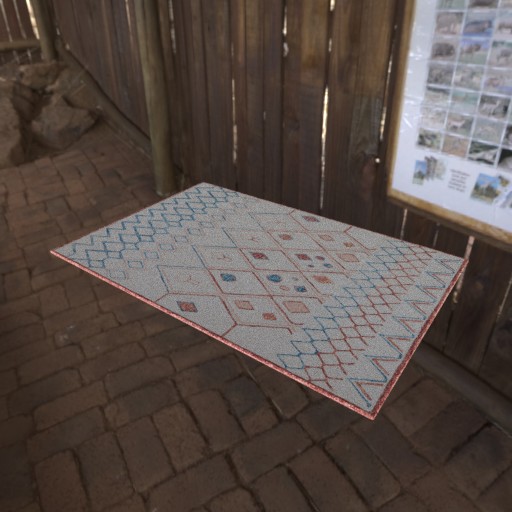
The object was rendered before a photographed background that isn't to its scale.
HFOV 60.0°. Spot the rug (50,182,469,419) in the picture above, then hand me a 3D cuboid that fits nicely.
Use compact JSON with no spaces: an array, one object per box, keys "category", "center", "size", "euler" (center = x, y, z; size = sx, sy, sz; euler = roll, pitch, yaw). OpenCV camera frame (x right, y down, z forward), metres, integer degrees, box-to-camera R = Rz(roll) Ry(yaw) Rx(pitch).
[{"category":"rug","center":[0.000,0.000,2.324],"size":[1.829,0.016,1.219],"euler":[21,37,30]}]
